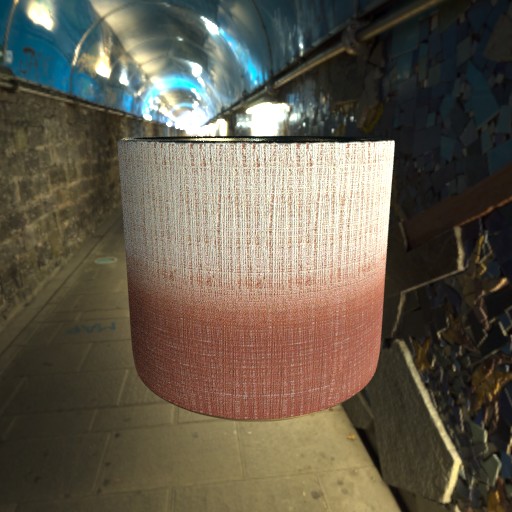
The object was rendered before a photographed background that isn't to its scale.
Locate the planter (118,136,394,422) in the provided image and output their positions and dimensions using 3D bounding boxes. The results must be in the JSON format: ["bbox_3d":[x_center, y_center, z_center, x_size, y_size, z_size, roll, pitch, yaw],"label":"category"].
[{"bbox_3d":[0.000,0.000,0.389,0.221,0.201,0.221,0,16,0],"label":"planter"}]
